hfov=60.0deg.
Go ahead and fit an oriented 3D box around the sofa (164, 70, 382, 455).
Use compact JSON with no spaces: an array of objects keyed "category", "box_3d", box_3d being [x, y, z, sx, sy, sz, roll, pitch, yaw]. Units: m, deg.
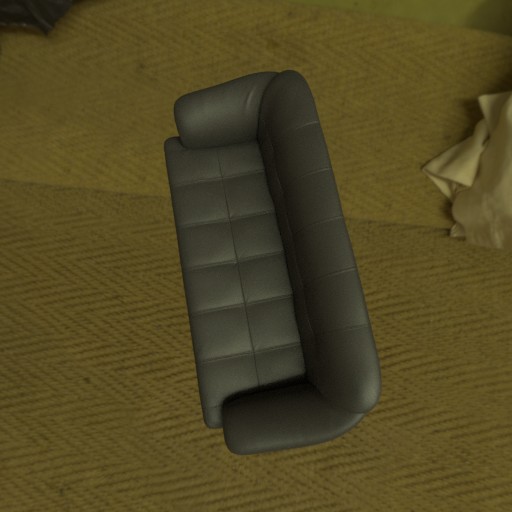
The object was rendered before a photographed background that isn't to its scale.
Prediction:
[{"category":"sofa","box_3d":[0.000,0.000,2.300,0.800,0.811,1.829,-10,75,-3]}]
